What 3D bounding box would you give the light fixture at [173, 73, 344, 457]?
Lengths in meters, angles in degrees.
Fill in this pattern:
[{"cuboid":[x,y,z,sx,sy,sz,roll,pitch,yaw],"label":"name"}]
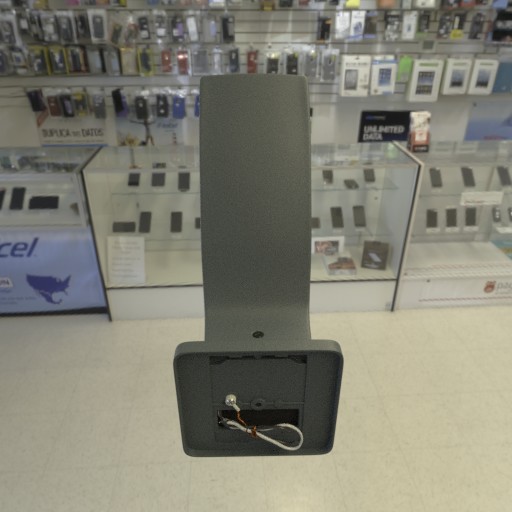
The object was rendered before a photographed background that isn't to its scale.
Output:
[{"cuboid":[0.000,0.000,0.336,0.108,0.243,0.174,-1,29,-1],"label":"light fixture"}]
